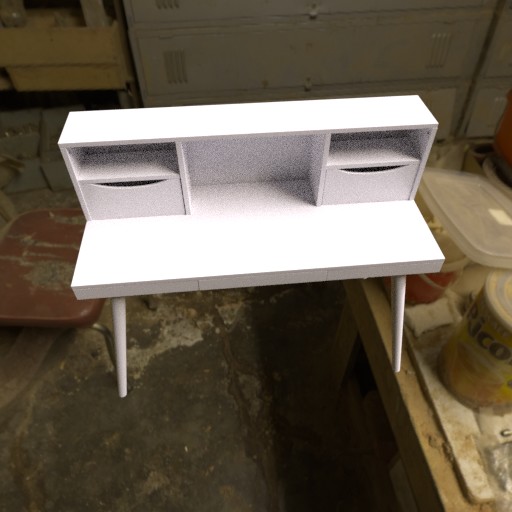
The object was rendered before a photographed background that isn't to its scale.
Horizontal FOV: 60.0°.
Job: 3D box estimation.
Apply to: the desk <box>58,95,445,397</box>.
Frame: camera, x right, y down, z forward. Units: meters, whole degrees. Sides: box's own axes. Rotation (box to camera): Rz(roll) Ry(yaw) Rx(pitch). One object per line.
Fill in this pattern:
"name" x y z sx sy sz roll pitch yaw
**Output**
"desk" 0.000 0.000 1.704 1.199 0.990 0.559 -4 47 -4
